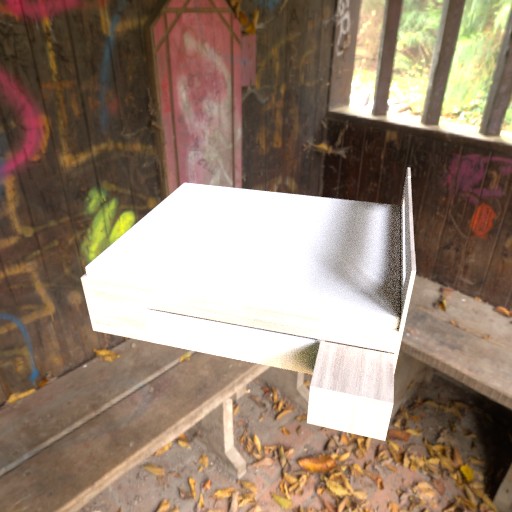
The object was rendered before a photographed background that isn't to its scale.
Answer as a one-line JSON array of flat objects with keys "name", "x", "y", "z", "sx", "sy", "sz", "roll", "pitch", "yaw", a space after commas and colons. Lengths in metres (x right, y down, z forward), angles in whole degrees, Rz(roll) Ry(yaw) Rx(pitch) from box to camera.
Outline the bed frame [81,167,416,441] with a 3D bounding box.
[{"name": "bed frame", "x": 0.000, "y": 0.000, "z": 3.240, "sx": 2.050, "sy": 0.860, "sz": 2.040, "roll": 8, "pitch": 31, "yaw": 14}]
